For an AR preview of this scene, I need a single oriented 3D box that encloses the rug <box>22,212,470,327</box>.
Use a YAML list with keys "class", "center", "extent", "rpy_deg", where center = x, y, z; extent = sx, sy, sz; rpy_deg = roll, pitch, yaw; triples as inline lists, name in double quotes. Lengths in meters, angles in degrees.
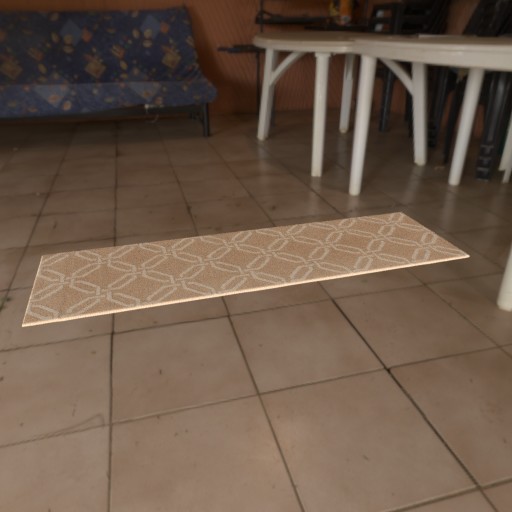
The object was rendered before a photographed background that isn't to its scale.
- class: "rug"
  center: [0.000, 0.000, 2.459]
  extent: [2.276, 0.014, 0.678]
  rpy_deg: [-8, 28, -15]
